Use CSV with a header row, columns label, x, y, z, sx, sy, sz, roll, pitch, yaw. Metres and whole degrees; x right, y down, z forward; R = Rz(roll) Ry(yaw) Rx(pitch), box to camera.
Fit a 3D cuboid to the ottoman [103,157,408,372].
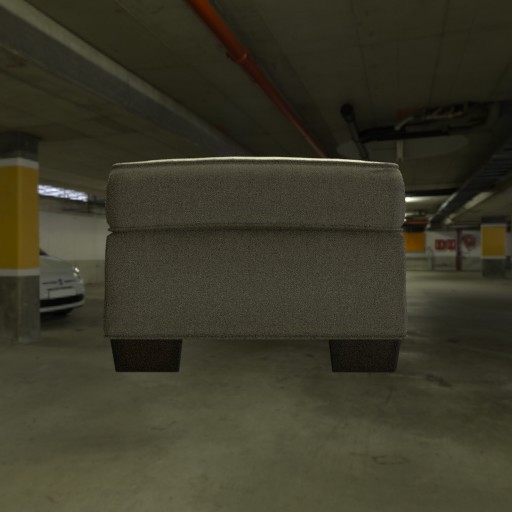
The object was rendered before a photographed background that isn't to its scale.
label,x,y,z,sx,sy,sz,roll,pitch,yaw
ottoman,0.000,0.000,1.422,0.617,0.461,1.097,0,1,0
